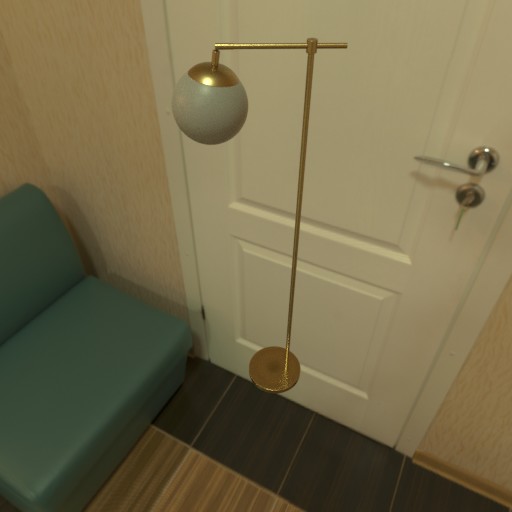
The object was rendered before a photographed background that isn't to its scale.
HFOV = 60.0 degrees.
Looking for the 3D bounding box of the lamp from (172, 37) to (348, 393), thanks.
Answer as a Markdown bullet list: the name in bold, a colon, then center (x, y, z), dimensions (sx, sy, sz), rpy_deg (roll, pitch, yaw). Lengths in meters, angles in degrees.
- **lamp**: center (0.000, 0.000, 1.648), dimensions (0.476, 1.505, 0.249), rpy_deg (-1, 42, -1)
